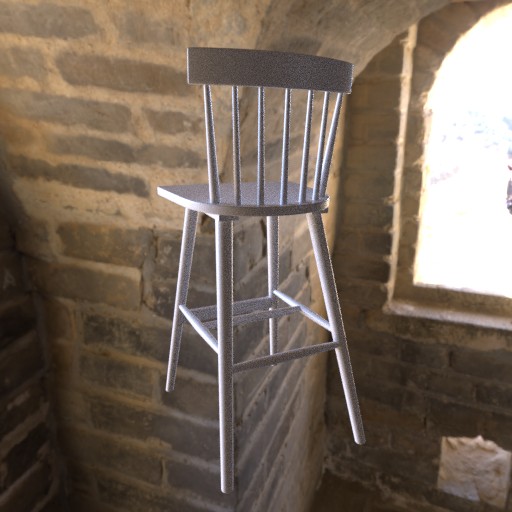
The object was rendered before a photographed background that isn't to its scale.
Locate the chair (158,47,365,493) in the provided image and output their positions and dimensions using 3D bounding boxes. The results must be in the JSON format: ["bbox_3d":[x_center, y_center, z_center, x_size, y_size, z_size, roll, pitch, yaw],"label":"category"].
[{"bbox_3d":[0.000,0.000,1.353,0.483,1.092,0.572,-7,15,-26],"label":"chair"}]
